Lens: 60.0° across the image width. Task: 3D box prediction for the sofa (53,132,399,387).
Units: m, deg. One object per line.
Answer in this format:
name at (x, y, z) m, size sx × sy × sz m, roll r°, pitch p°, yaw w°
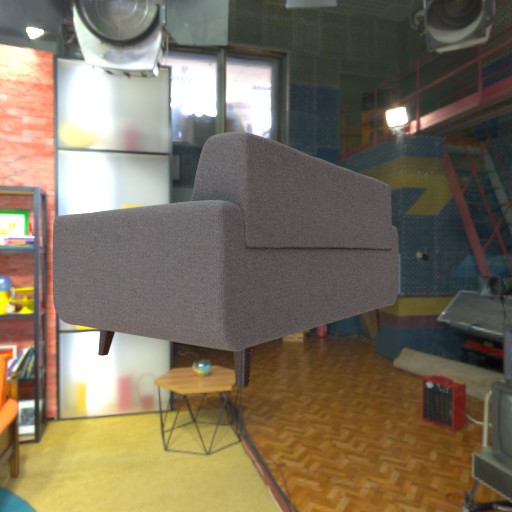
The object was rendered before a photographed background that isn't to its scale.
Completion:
sofa at (0.000, 0.000, 2.193) m, size 0.909 × 0.841 × 1.631 m, roll 0°, pitch 1°, yaw 35°
